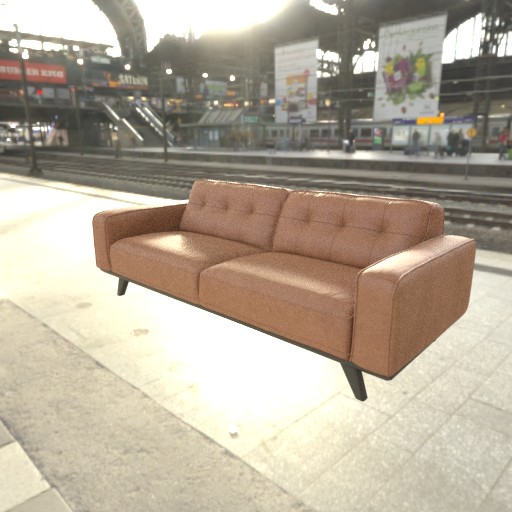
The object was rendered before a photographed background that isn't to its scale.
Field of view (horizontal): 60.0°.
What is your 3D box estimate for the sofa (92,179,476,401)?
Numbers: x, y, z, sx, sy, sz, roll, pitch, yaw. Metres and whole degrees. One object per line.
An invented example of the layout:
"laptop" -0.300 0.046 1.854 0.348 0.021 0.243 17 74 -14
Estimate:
"sofa" 0.000 0.000 2.716 2.270 0.780 0.953 13 20 41
